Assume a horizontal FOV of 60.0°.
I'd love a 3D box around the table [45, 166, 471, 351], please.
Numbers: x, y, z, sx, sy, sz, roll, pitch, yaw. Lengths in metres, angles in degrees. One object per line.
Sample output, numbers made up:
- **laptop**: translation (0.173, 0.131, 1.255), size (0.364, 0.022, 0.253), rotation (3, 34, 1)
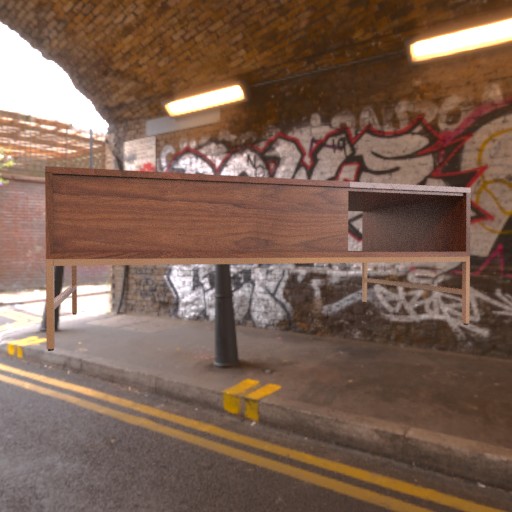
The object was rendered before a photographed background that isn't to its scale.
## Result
- **table**: translation (0.000, 0.000, 1.924), size (1.553, 0.551, 0.789), rotation (0, 1, -17)
